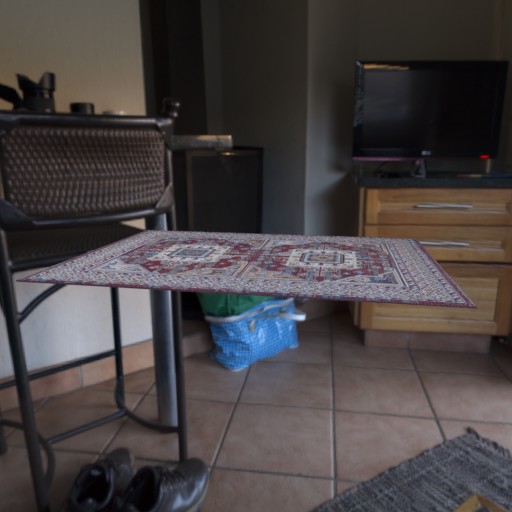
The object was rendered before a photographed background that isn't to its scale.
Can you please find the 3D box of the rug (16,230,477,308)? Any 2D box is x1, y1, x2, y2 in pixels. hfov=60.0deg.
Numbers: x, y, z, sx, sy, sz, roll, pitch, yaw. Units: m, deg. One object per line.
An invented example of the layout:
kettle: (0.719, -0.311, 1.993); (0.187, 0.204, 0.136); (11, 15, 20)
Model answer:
rug: (0.000, 0.000, 2.844); (2.210, 0.011, 1.599); (2, 13, 10)
